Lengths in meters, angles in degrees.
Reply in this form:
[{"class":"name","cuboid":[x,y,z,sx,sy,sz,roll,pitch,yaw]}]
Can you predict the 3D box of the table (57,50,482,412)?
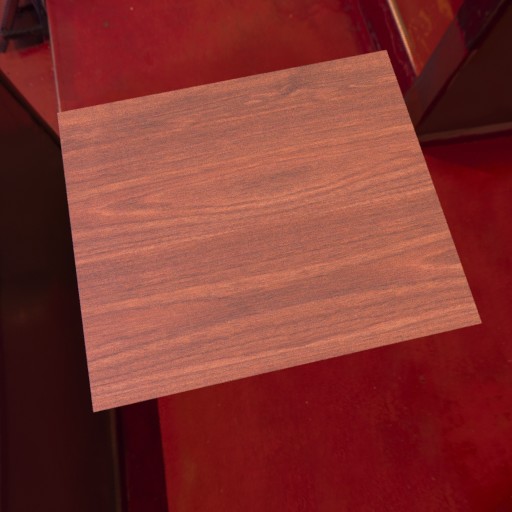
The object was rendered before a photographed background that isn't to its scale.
[{"class":"table","cuboid":[0.000,0.000,1.109,0.660,0.635,0.559,-12,76,-3]}]
